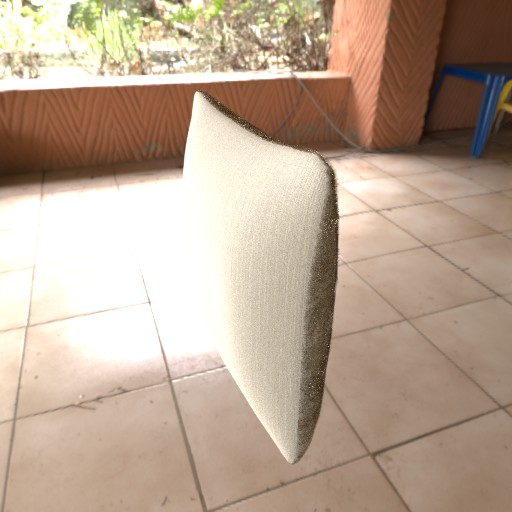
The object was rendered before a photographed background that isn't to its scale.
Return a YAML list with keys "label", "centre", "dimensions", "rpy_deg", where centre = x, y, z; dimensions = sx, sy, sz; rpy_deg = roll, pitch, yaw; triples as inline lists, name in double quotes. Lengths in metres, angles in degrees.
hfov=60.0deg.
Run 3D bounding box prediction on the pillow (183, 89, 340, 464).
- label: "pillow"
  centre: [0.000, 0.000, 0.825]
  dimensions: [0.216, 0.525, 0.538]
  rpy_deg: [-11, 31, -18]
